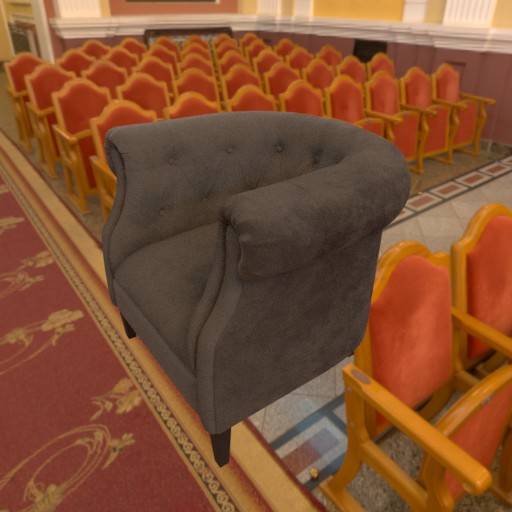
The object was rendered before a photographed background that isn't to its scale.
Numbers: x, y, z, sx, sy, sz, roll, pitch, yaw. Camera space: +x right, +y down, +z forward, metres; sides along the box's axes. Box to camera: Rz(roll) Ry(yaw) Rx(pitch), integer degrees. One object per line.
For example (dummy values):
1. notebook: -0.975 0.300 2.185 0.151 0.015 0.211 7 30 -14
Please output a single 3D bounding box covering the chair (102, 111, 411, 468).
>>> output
1. chair: 0.000 0.000 1.530 0.851 0.826 0.904 -20 36 -30
